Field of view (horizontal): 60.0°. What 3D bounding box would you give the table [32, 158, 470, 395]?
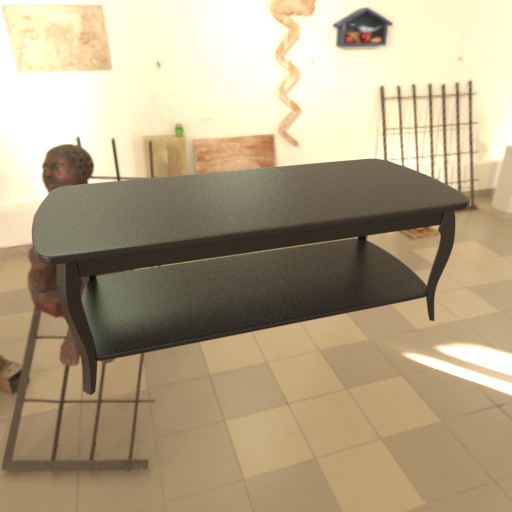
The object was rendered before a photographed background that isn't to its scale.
[{"bbox_3d":[0.000,0.000,1.551,1.333,0.457,0.571,-8,28,-16],"label":"table"}]
